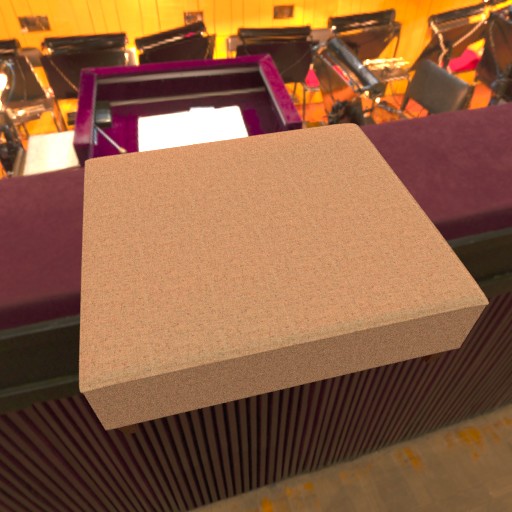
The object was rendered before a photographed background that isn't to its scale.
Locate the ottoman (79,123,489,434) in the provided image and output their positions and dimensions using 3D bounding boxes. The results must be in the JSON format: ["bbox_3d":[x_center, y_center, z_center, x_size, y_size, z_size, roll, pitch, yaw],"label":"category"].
[{"bbox_3d":[0.000,0.000,1.201,0.835,0.303,0.736,-10,48,-9],"label":"ottoman"}]
